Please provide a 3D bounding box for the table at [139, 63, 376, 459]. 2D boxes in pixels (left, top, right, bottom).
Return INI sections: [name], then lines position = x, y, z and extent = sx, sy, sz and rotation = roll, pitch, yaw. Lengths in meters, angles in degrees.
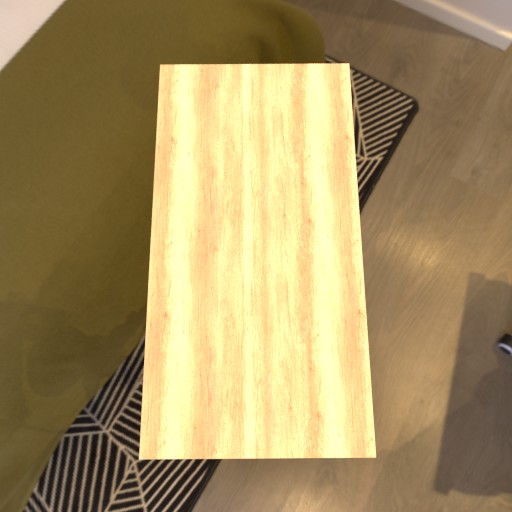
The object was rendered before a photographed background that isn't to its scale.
[table]
position = 0.000, 0.000, 1.697
extent = 0.700, 0.460, 1.350
rotation = 0, 76, 0
